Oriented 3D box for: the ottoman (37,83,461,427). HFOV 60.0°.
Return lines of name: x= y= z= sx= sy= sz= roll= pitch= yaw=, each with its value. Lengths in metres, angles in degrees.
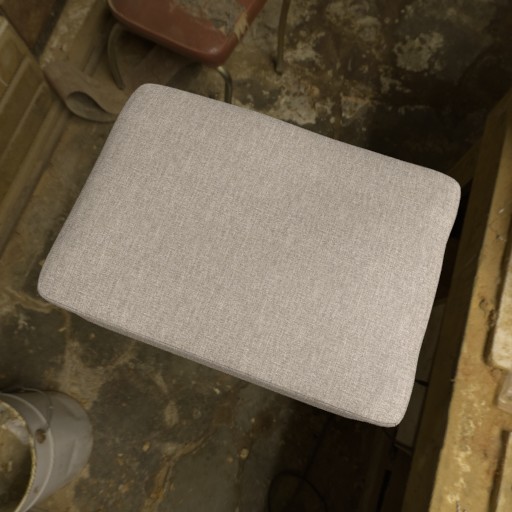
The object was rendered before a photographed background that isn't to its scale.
ottoman: x=0.000 y=0.000 z=1.220 sx=0.873 sy=0.494 sz=0.639 roll=19 pitch=75 yaw=5
